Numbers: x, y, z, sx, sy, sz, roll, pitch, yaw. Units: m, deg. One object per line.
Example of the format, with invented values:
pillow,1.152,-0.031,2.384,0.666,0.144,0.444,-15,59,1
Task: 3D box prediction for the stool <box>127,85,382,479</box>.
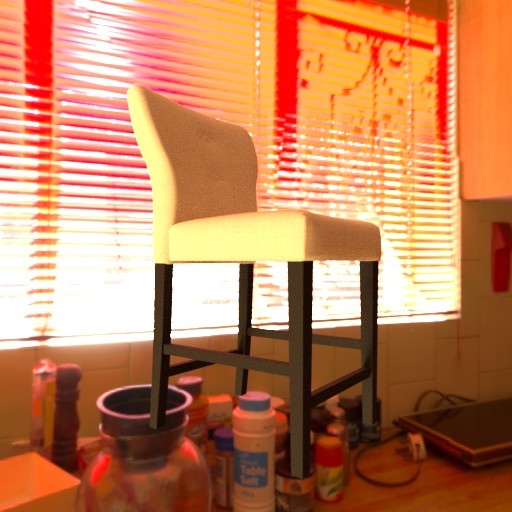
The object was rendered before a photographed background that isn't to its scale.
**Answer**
stool,0.000,0.000,1.289,0.603,0.972,0.514,0,-1,37
